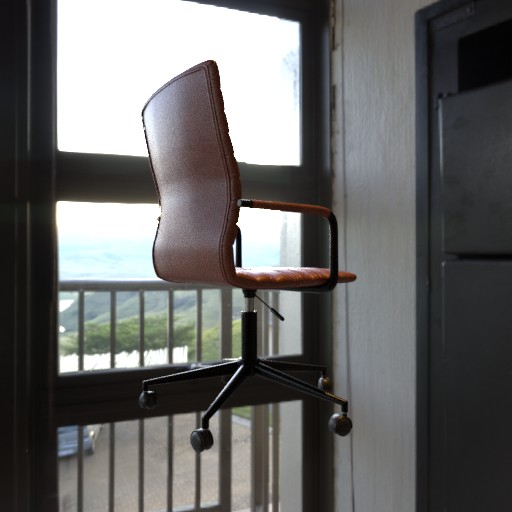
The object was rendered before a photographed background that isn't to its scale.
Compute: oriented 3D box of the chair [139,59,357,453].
[{"bbox_3d":[0.000,0.000,1.284,0.578,0.878,0.600,0,-1,-36],"label":"chair"}]
